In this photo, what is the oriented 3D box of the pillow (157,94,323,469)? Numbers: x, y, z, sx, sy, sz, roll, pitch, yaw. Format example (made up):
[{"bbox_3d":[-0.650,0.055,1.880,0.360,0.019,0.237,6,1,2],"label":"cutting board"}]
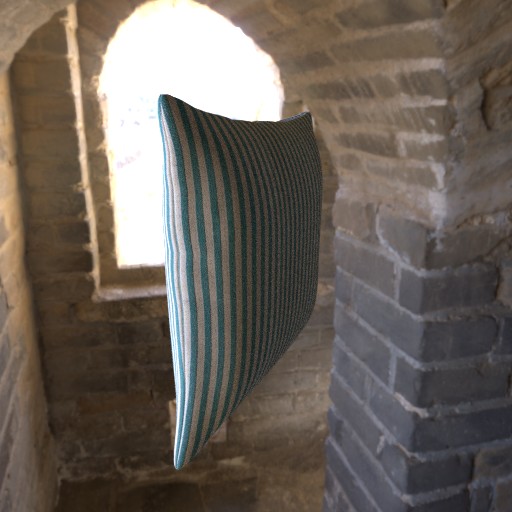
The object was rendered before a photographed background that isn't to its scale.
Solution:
[{"bbox_3d":[0.000,0.000,0.791,0.166,0.510,0.523,7,17,24],"label":"pillow"}]
